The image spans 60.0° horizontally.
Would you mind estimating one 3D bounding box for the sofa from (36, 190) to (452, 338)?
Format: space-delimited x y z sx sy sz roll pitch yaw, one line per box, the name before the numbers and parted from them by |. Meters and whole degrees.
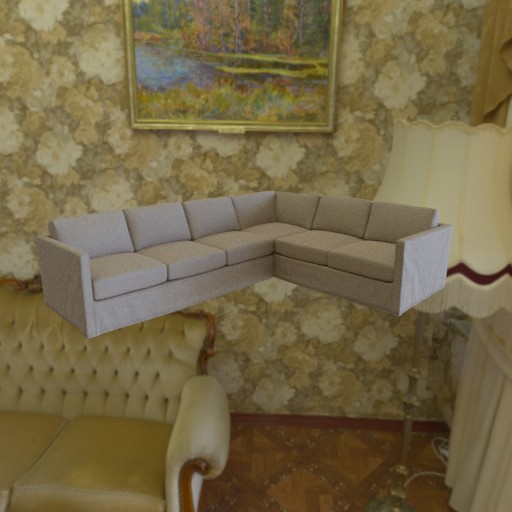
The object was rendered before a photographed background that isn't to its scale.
sofa | 0.000 0.000 4.264 3.182 0.871 2.432 -15 21 -43
